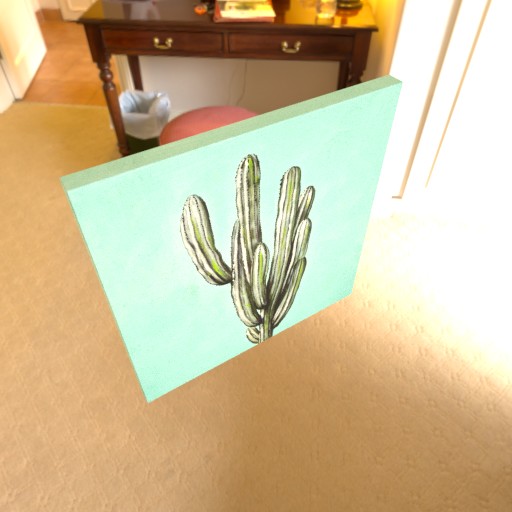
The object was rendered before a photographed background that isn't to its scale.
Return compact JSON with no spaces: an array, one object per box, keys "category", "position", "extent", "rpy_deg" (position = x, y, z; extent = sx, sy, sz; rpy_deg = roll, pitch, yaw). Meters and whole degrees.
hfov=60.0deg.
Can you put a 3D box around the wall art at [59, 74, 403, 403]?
[{"category":"wall art","position":[0.000,0.000,0.913],"extent":[0.603,0.603,0.036],"rpy_deg":[-24,51,-22]}]
